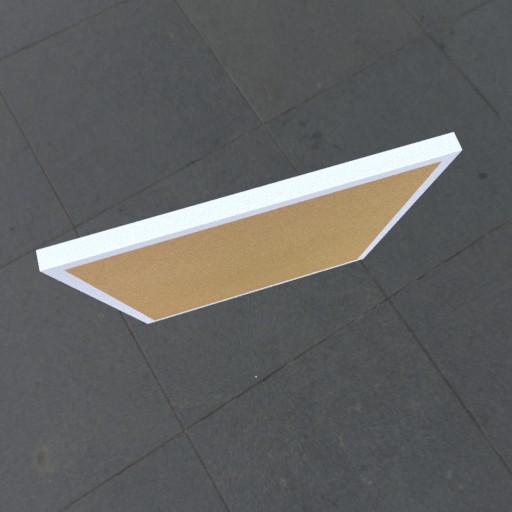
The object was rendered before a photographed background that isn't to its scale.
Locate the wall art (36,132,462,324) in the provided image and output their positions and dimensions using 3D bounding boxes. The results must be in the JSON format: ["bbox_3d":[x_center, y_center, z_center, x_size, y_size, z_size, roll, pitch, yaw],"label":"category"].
[{"bbox_3d":[0.000,0.000,1.137,0.763,0.761,0.038,-16,75,-4],"label":"wall art"}]
